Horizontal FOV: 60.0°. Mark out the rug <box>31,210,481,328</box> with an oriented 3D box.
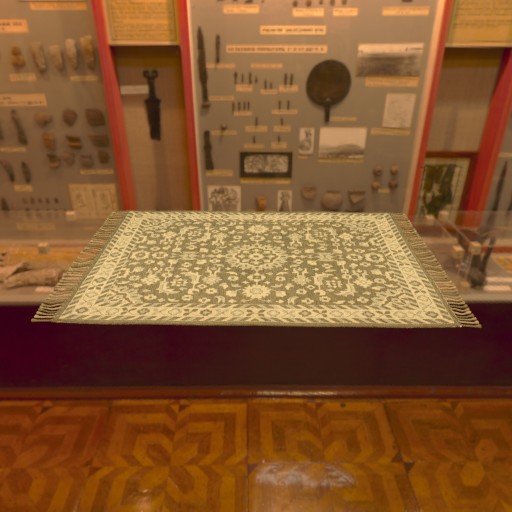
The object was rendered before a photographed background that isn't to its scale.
[{"bbox_3d":[0.000,0.000,3.031,2.431,0.025,1.530,1,29,1],"label":"rug"}]
